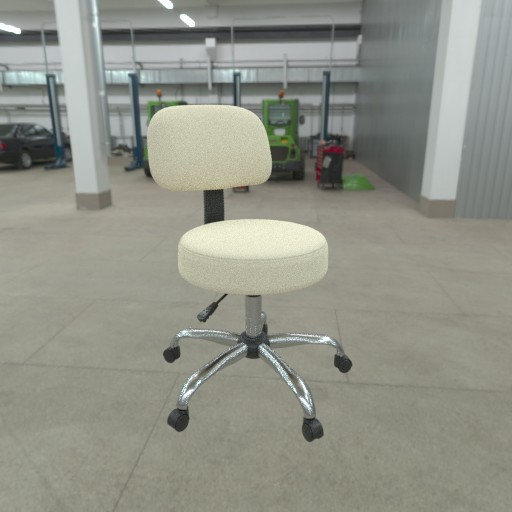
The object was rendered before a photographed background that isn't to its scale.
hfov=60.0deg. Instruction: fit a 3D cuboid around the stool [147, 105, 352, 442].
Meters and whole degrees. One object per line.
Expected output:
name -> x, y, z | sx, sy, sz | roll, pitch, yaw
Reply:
stool -> 0.000, 0.000, 1.231 | 0.609, 0.810, 0.616 | -10, 20, -28
